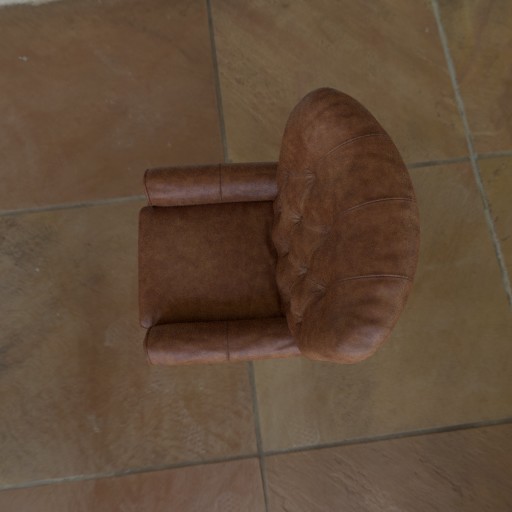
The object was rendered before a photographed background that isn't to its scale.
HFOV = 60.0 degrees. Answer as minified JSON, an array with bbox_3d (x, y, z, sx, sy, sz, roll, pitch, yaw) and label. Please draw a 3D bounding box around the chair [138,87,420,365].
[{"bbox_3d":[0.000,0.000,1.915,1.059,1.164,0.951,-4,76,-1],"label":"chair"}]
